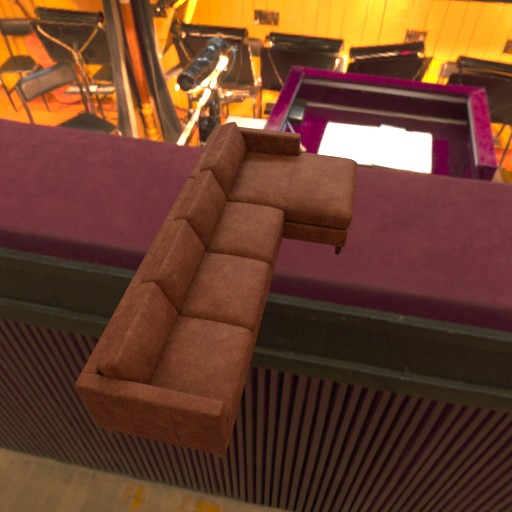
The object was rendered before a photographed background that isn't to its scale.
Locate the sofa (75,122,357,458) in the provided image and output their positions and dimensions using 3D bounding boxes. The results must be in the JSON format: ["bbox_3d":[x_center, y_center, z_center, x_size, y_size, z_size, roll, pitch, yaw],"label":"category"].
[{"bbox_3d":[0.000,0.000,3.880,1.581,0.883,3.203,9,47,9],"label":"sofa"}]
